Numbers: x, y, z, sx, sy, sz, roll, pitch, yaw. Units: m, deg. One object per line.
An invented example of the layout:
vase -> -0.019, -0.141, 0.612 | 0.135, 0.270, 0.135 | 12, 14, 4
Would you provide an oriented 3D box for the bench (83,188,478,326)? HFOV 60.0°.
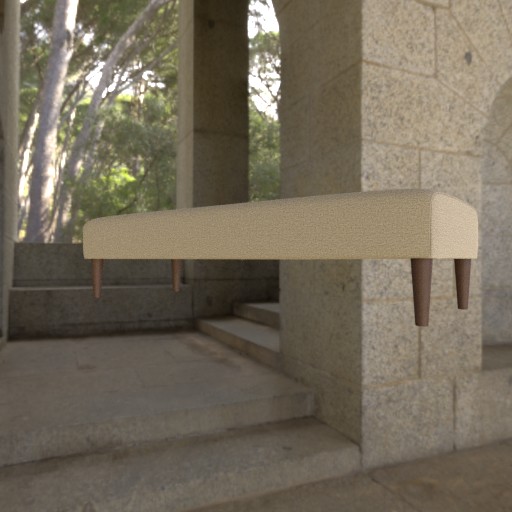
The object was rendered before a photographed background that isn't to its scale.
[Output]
bench -> 0.000, 0.000, 1.872 | 1.609, 0.393, 0.646 | 0, -1, 37
